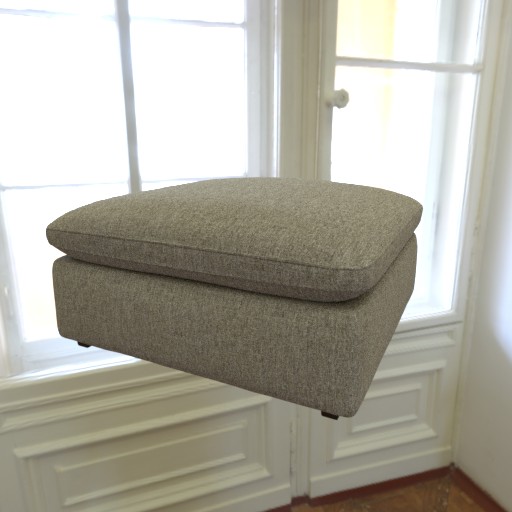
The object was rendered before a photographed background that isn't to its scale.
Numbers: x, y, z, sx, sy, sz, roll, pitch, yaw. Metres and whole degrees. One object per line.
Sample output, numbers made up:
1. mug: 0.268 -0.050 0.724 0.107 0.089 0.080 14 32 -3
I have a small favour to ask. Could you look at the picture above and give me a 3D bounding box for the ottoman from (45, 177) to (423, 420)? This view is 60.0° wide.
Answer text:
1. ottoman: 0.000 0.000 1.627 1.039 0.526 1.035 8 17 26
